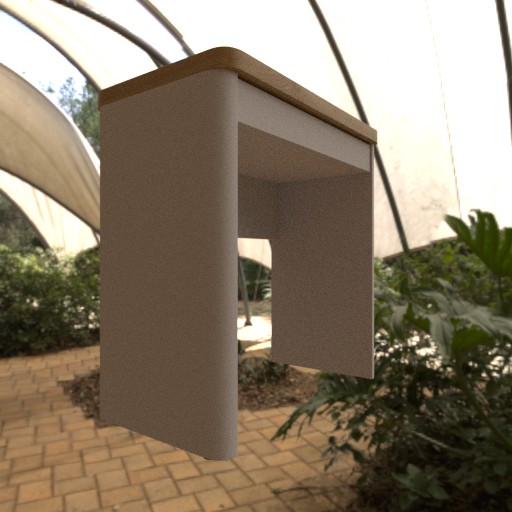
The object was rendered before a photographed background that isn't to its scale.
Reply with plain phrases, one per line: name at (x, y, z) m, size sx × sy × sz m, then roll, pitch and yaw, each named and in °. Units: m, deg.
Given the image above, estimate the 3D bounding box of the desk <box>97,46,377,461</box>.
desk at (0.000, 0.000, 1.252) m, size 0.440 × 0.790 × 0.760 m, roll 0°, pitch 0°, yaw 37°
